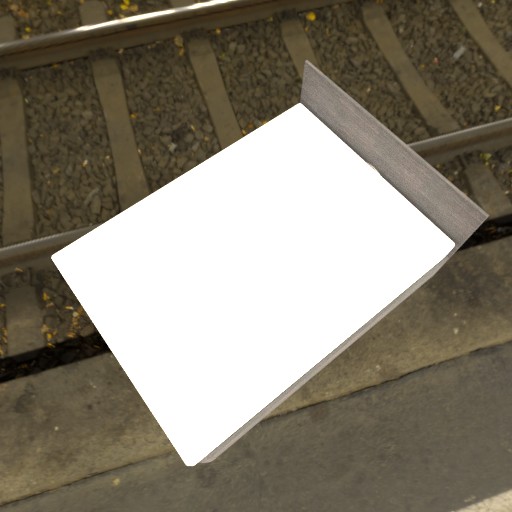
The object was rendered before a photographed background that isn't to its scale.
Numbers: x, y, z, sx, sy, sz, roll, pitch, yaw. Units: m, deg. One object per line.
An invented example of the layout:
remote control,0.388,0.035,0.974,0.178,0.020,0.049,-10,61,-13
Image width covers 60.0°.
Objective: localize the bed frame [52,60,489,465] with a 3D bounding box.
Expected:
bed frame,0.000,0.000,2.585,1.900,0.800,1.400,-35,70,-15
